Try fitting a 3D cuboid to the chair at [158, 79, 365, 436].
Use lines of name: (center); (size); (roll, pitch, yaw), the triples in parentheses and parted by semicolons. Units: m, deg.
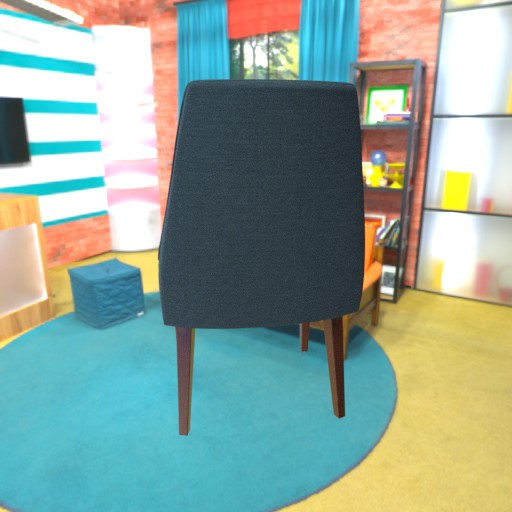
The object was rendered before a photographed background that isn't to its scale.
chair: (0.000, 0.000, 1.224); (0.529, 0.861, 0.544); (-3, 16, -9)
